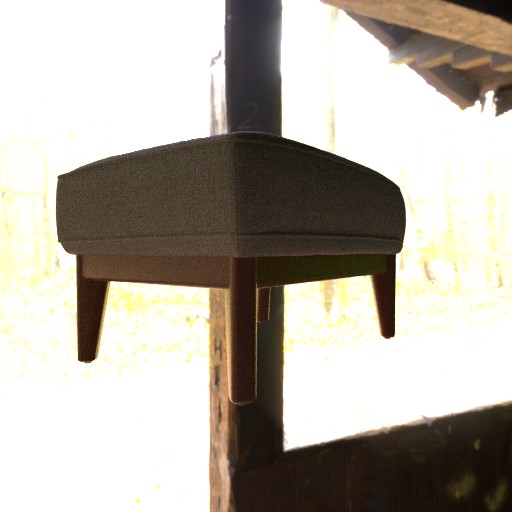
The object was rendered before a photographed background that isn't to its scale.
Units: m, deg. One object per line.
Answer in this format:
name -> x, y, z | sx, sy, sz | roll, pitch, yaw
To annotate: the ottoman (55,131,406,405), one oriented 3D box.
ottoman -> 0.000, 0.000, 1.084 | 0.555, 0.458, 0.750 | 1, 1, 37
